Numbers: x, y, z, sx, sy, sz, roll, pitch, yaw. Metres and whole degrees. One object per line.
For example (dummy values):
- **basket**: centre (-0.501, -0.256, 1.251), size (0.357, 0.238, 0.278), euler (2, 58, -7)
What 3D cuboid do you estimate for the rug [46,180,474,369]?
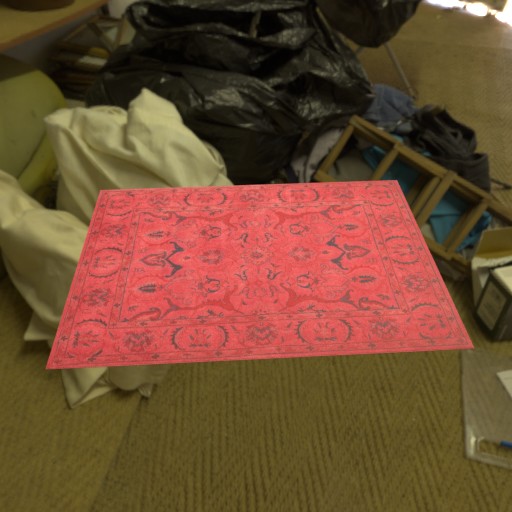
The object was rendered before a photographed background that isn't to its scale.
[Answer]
- **rug**: centre (0.000, 0.000, 2.290), size (1.814, 0.008, 1.209), euler (-2, 46, -2)
